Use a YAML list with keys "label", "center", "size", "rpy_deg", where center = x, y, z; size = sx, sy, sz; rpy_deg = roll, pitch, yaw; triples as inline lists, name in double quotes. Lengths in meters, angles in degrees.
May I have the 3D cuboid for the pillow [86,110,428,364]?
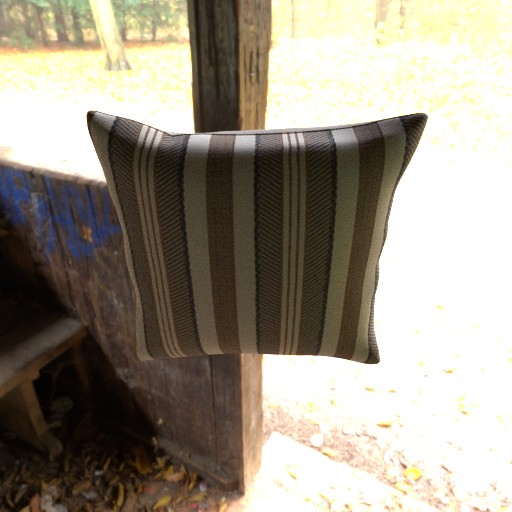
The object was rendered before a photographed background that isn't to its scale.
- label: "pillow"
  center: [0.000, 0.000, 0.632]
  size: [0.416, 0.401, 0.173]
  rpy_deg: [1, 29, 1]
